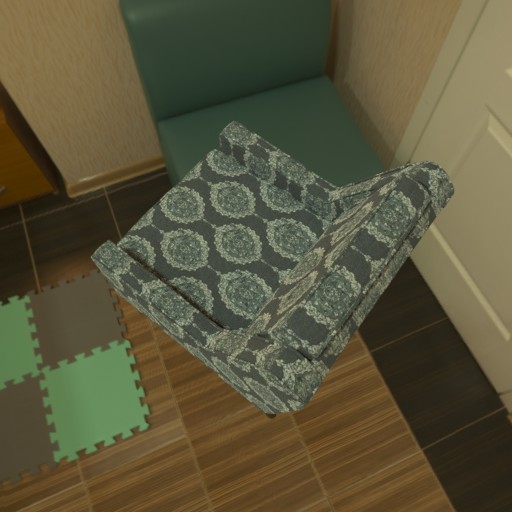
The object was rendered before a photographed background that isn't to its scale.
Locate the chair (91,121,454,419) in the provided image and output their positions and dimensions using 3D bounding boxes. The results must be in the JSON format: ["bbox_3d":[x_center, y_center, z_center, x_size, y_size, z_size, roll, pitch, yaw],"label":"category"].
[{"bbox_3d":[0.000,0.000,1.355,0.743,0.792,0.663,35,69,16],"label":"chair"}]
